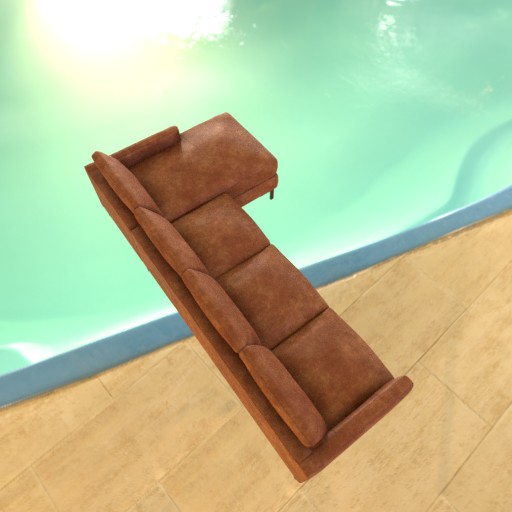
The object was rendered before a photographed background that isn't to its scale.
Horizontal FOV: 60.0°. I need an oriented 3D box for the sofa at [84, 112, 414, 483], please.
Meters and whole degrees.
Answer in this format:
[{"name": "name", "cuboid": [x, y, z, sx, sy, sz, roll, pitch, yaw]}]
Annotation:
[{"name": "sofa", "cuboid": [0.000, 0.000, 3.560, 1.471, 0.859, 2.993, -32, 64, -18]}]
